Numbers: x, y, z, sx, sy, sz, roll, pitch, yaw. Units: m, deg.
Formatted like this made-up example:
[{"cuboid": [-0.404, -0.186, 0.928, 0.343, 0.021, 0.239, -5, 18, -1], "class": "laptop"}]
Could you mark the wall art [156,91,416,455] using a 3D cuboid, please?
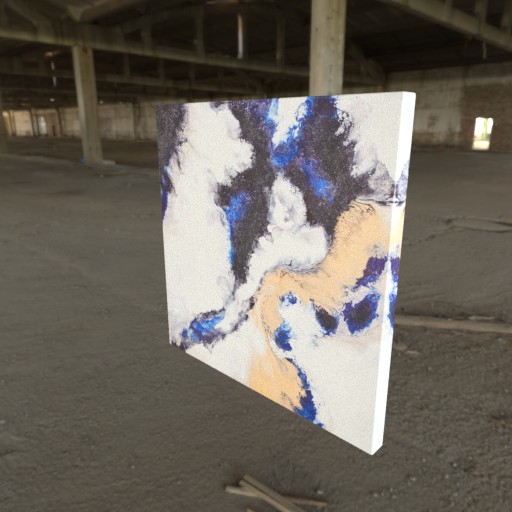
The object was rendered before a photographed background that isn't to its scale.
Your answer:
[{"cuboid": [0.000, 0.000, 0.916, 0.609, 0.609, 0.039, 15, 22, 42], "class": "wall art"}]
